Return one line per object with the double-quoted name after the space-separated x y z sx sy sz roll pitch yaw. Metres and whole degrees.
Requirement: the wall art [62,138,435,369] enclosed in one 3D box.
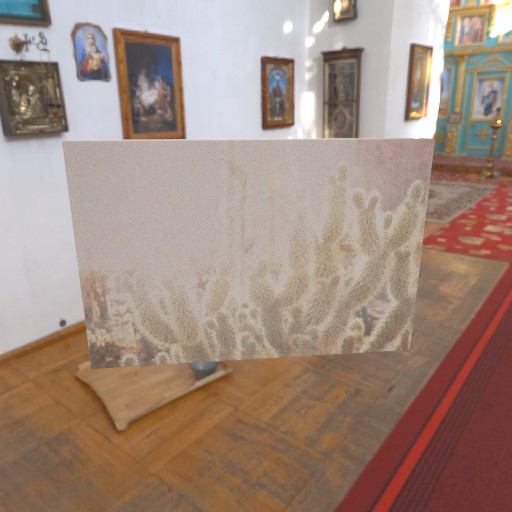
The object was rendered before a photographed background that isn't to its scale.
0.000 0.000 1.193 0.916 0.608 0.040 -2 18 -6 "wall art"
